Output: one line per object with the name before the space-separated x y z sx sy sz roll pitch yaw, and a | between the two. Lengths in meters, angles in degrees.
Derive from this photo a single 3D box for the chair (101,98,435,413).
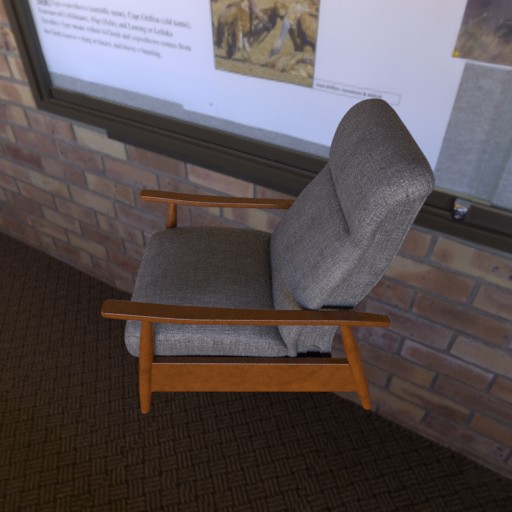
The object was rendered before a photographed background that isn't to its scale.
chair | 0.000 0.000 1.788 1.030 1.082 0.762 -1 40 -1
